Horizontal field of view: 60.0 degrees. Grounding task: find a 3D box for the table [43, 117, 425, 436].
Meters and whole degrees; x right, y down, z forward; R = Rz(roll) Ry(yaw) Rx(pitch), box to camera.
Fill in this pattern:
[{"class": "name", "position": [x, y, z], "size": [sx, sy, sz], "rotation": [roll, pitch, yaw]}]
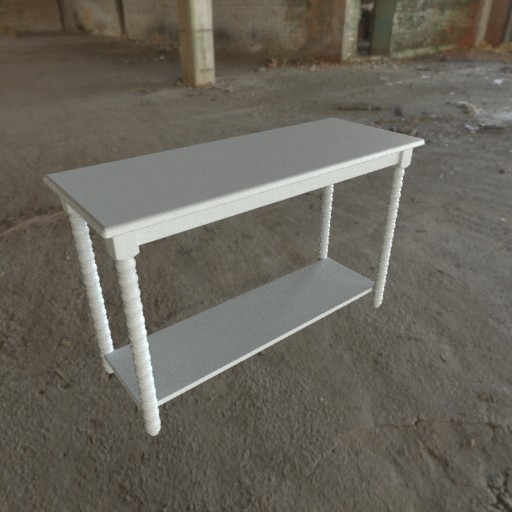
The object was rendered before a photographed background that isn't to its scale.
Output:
[{"class": "table", "position": [0.000, 0.000, 1.595], "size": [1.184, 0.740, 0.459], "rotation": [-21, 36, -32]}]
